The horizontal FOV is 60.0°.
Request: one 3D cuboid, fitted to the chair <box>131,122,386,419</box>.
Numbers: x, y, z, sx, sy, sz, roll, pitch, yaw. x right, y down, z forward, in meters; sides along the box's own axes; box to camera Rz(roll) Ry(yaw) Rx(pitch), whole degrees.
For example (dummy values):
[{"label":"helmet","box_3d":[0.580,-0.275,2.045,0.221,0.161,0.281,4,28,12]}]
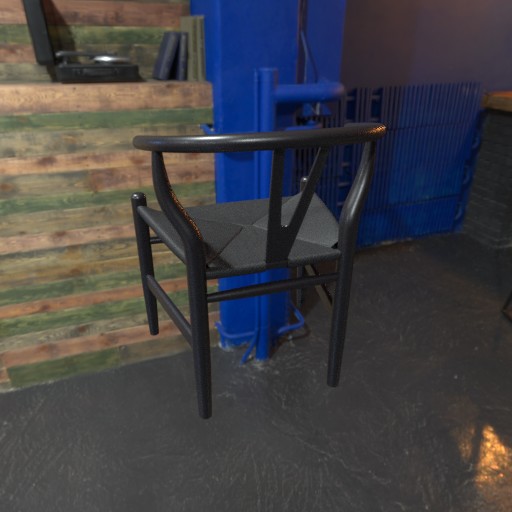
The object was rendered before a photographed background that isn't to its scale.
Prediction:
[{"label":"chair","box_3d":[0.000,0.000,1.153,0.569,0.730,0.579,-8,27,-17]}]
